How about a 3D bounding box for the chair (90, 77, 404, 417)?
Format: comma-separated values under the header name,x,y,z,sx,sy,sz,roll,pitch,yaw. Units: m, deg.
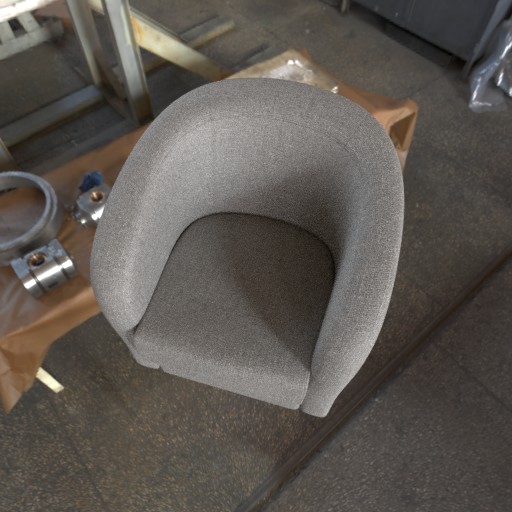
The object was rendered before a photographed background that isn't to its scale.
name,x,y,z,sx,sy,sz,roll,pitch,yaw
chair,0.000,0.000,1.435,0.791,0.771,0.815,14,58,9
